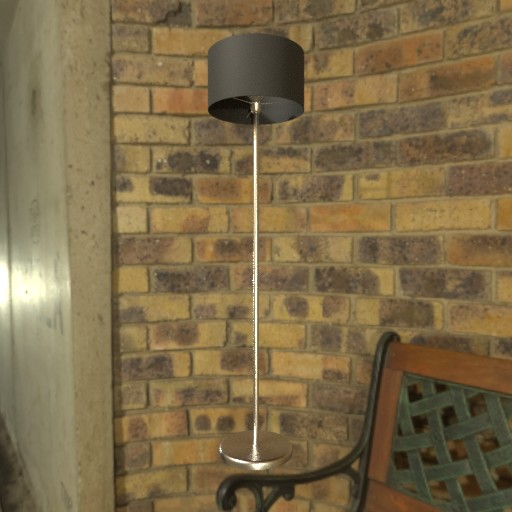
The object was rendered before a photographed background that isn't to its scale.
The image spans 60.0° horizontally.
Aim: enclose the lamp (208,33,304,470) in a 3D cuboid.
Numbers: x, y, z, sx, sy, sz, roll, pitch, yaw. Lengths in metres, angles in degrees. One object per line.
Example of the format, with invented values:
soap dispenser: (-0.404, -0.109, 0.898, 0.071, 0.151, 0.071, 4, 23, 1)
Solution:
lamp: (0.000, 0.000, 1.618, 0.348, 1.443, 0.348, 0, 1, 18)
